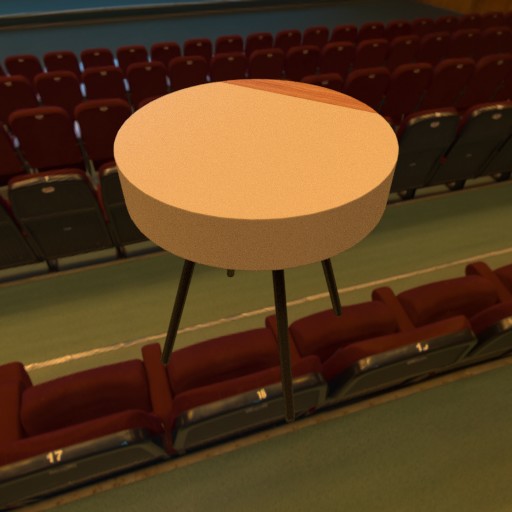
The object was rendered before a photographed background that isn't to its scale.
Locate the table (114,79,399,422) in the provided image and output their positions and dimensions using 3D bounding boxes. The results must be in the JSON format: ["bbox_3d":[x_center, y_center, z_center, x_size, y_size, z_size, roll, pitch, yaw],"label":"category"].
[{"bbox_3d":[0.000,0.000,0.870,0.450,0.525,0.450,0,43,0],"label":"table"}]
